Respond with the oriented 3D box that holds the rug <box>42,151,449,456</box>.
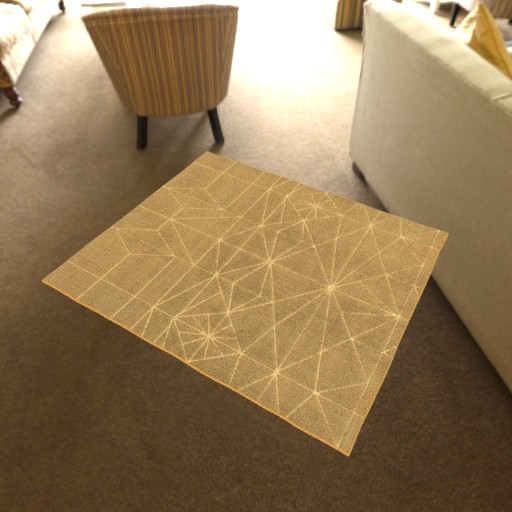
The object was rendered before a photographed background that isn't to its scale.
[{"bbox_3d":[0.000,0.000,0.904,0.639,0.006,0.548,23,49,22],"label":"rug"}]
